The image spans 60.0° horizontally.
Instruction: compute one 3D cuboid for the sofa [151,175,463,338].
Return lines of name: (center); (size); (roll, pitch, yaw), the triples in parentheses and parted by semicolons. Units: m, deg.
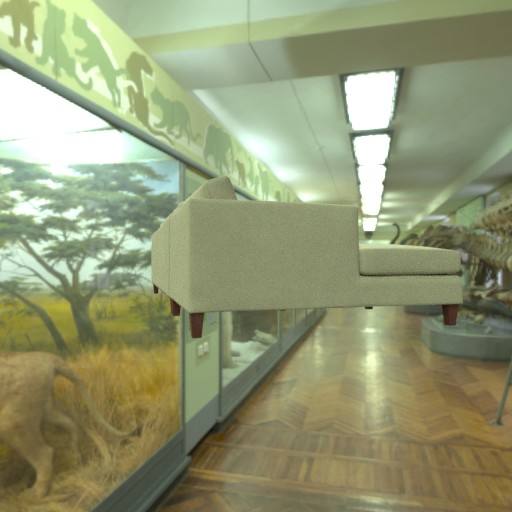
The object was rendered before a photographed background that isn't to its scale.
sofa: (0.000, 0.000, 3.892); (1.625, 0.846, 3.186); (0, -1, -16)
